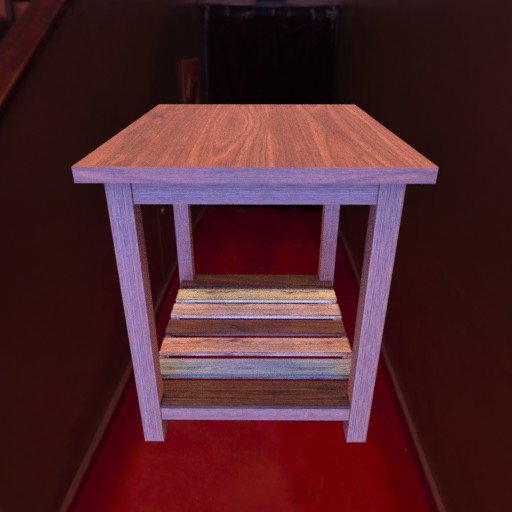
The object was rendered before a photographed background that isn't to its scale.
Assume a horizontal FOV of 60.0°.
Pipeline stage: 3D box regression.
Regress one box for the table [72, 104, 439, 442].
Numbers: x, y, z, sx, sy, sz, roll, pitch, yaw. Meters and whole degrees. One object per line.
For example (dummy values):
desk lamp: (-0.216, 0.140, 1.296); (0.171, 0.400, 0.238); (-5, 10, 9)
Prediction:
table: (0.000, 0.000, 1.112); (0.559, 0.635, 0.660); (0, 27, 0)
